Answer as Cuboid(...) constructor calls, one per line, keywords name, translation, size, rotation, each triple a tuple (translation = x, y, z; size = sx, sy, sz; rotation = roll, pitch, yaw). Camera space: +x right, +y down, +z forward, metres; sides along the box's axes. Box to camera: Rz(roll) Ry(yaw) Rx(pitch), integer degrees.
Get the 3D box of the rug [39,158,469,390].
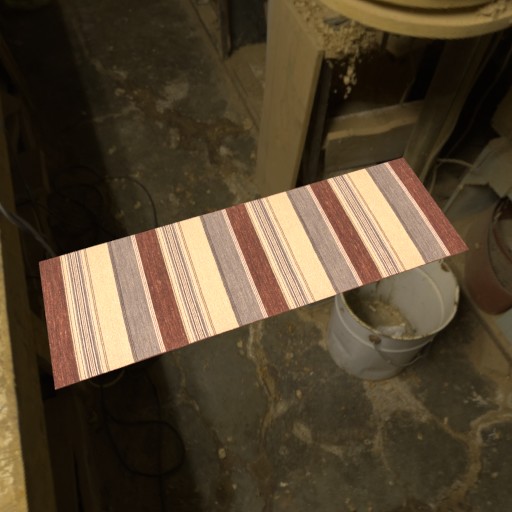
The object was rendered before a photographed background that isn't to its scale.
Cuboid(name="rug", translation=(0.000, 0.000, 2.641), size=(2.437, 0.006, 0.792), rotation=(-17, 61, -10))
